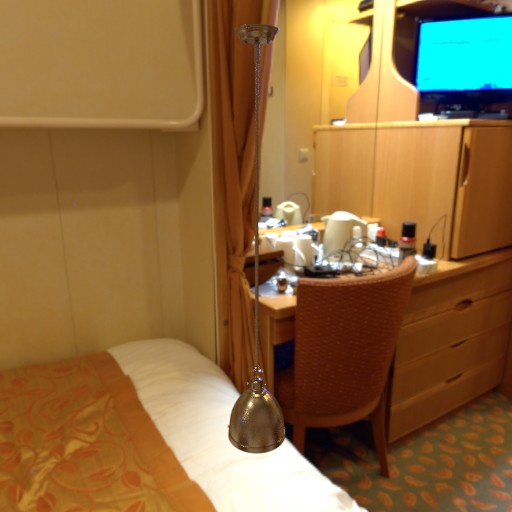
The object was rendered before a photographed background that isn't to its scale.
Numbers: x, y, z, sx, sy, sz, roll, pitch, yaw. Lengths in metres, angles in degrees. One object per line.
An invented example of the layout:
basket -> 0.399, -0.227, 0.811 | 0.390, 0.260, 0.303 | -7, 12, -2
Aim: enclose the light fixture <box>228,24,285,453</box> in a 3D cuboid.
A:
light fixture -> 0.000, 0.000, 1.470 | 0.217, 1.367, 0.211 | 3, 15, 10
